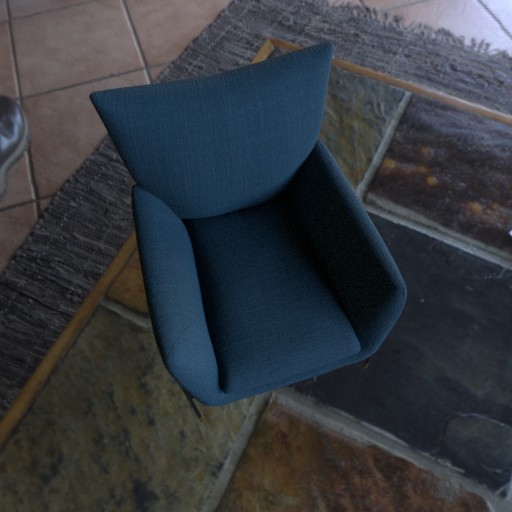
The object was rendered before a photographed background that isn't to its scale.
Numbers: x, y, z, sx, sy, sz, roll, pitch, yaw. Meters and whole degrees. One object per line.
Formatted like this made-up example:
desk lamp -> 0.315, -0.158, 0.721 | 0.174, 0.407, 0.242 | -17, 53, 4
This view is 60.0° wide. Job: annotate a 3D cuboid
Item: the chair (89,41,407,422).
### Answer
chair -> 0.000, 0.000, 1.392 | 0.678, 0.859, 0.769 | -16, 64, -8
